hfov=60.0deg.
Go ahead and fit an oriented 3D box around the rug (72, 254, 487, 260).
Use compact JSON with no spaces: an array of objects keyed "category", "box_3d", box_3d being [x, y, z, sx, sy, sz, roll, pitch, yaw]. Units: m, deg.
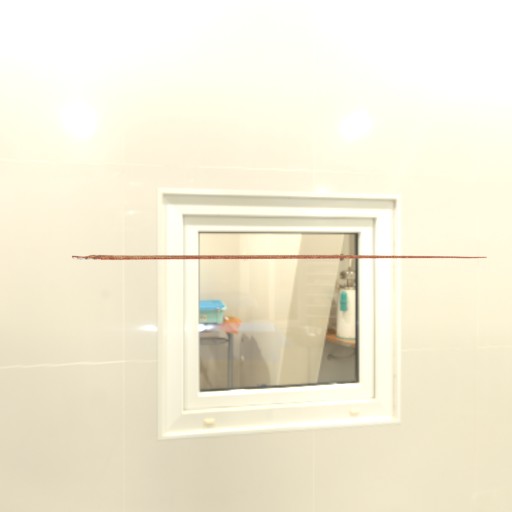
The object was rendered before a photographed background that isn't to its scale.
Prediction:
[{"category":"rug","box_3d":[0.000,0.000,4.236,3.086,0.030,2.489,0,0,-18]}]
